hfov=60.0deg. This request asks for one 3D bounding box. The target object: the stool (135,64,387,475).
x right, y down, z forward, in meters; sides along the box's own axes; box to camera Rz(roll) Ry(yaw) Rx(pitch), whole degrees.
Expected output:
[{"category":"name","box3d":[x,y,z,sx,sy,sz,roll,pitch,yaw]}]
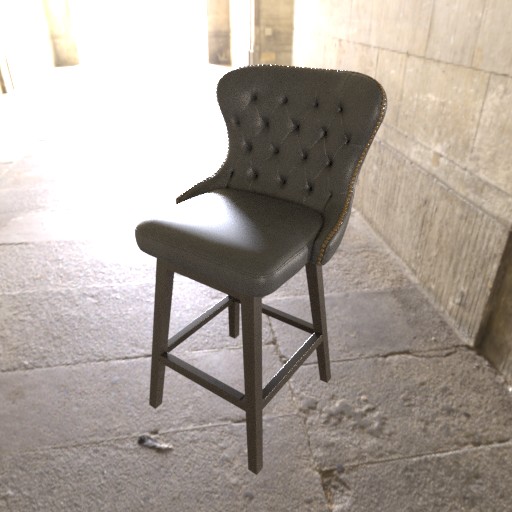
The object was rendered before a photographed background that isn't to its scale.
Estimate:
[{"category":"stool","box3d":[0.000,0.000,1.294,0.528,0.971,0.593,19,35,30]}]
